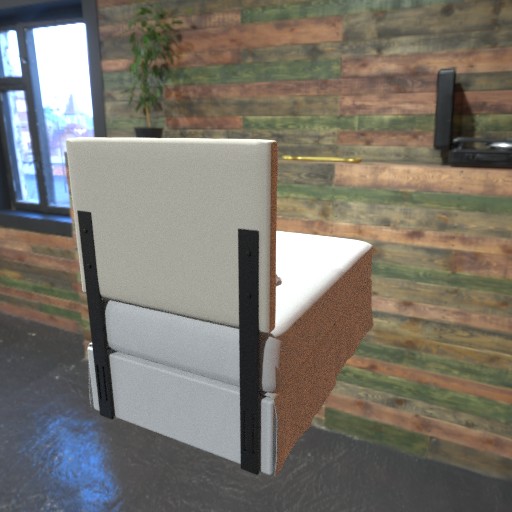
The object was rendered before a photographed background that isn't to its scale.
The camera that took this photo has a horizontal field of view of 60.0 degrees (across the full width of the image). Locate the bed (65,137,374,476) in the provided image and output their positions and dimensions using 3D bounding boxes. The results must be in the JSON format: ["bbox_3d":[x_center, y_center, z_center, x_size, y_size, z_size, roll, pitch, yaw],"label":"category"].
[{"bbox_3d":[0.000,0.000,2.996,1.261,1.571,1.997,8,18,26],"label":"bed"}]
